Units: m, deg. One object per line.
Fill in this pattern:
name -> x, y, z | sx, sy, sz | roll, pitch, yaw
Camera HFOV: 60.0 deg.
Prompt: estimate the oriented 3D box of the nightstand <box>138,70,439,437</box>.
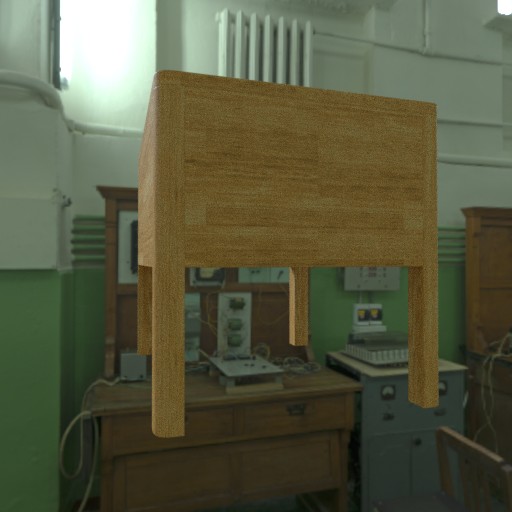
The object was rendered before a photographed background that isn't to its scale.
nightstand -> 0.000, 0.000, 0.893 | 0.440, 0.470, 0.560 | 0, -1, -17
